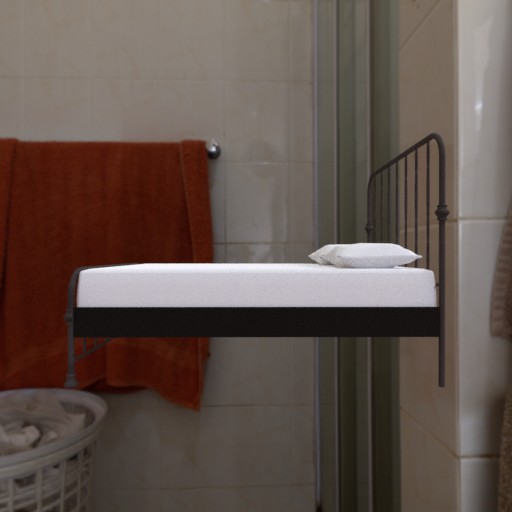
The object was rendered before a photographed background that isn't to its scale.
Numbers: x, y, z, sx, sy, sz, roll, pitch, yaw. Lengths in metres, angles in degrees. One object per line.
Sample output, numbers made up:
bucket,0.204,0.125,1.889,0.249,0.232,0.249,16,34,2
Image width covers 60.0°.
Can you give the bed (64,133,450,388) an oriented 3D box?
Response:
bed,0.000,0.000,3.226,2.134,1.446,1.616,0,0,0
